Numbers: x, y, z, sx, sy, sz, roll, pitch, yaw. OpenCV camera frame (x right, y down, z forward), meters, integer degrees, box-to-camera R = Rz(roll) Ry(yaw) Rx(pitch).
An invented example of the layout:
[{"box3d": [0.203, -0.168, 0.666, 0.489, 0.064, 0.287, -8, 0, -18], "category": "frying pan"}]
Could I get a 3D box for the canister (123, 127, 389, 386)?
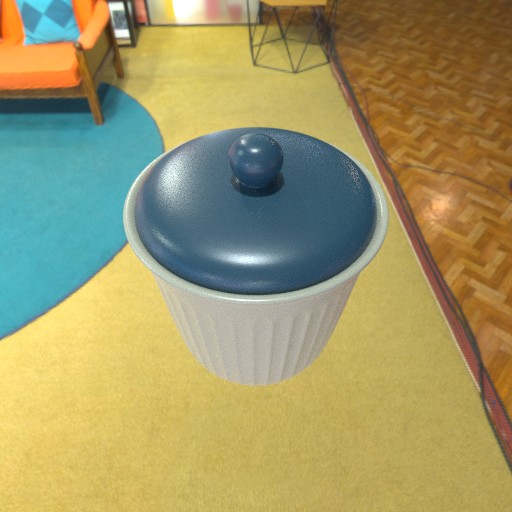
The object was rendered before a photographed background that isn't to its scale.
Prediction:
[{"box3d": [0.000, 0.000, 0.350, 0.181, 0.211, 0.181, 0, 47, 0], "category": "canister"}]
